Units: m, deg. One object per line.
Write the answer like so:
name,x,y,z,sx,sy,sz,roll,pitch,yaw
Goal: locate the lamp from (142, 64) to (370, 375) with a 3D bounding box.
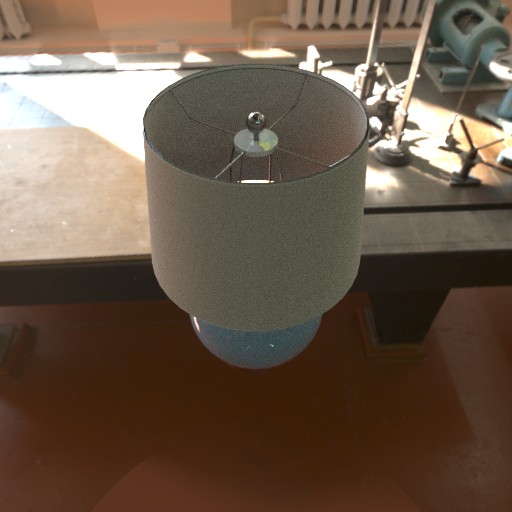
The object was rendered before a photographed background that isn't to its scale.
lamp,0.000,0.000,0.547,0.247,0.387,0.247,0,48,0
